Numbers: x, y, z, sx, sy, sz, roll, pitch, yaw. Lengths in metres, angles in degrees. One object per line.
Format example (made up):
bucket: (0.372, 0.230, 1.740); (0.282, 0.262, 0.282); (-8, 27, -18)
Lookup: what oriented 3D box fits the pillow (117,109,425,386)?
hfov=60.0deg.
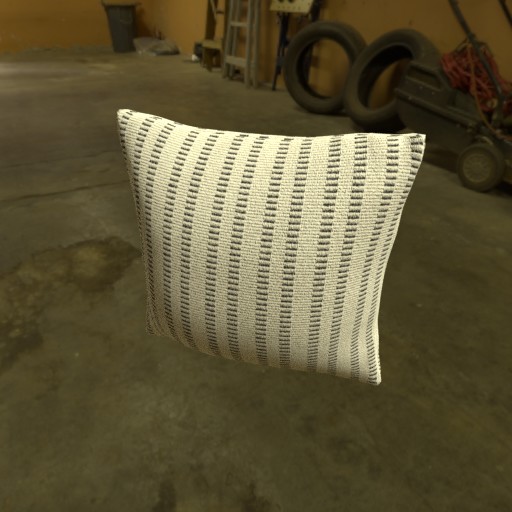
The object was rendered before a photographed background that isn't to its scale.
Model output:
pillow: (0.000, 0.000, 0.696); (0.438, 0.419, 0.247); (9, 32, 16)
